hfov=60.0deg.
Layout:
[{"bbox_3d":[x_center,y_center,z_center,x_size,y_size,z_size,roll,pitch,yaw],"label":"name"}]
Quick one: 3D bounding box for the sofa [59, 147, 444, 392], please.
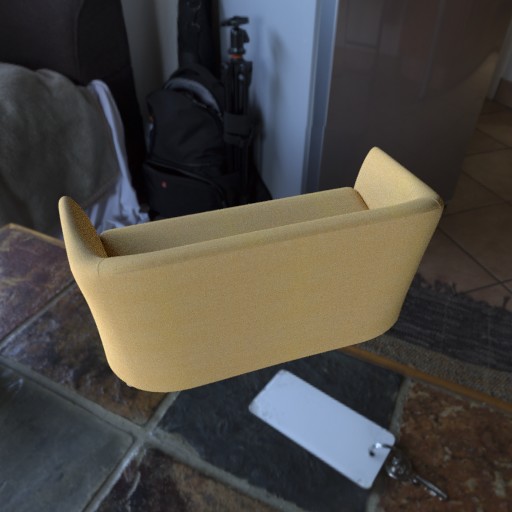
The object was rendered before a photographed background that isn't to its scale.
[{"bbox_3d":[0.000,0.000,1.846,1.452,0.721,0.705,-12,42,-13],"label":"sofa"}]
